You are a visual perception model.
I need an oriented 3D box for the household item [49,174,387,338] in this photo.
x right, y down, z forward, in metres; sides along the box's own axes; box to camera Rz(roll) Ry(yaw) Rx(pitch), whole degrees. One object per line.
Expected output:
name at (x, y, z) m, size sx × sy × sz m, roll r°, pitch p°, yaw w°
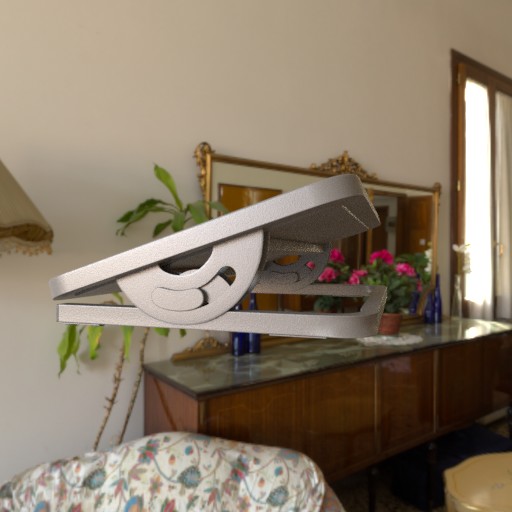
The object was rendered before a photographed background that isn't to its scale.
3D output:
household item at (0.000, 0.000, 0.542) m, size 0.301 × 0.126 × 0.390 m, roll 0°, pitch 0°, yaw 18°
